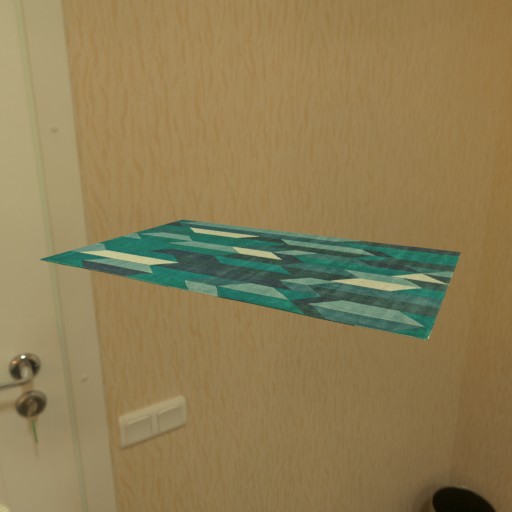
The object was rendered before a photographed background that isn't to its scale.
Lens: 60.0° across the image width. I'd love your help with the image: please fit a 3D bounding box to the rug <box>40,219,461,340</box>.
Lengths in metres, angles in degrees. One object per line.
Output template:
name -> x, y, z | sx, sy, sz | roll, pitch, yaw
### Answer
rug -> 0.000, 0.000, 3.000 | 2.420, 0.005, 1.528 | 9, 18, 27
